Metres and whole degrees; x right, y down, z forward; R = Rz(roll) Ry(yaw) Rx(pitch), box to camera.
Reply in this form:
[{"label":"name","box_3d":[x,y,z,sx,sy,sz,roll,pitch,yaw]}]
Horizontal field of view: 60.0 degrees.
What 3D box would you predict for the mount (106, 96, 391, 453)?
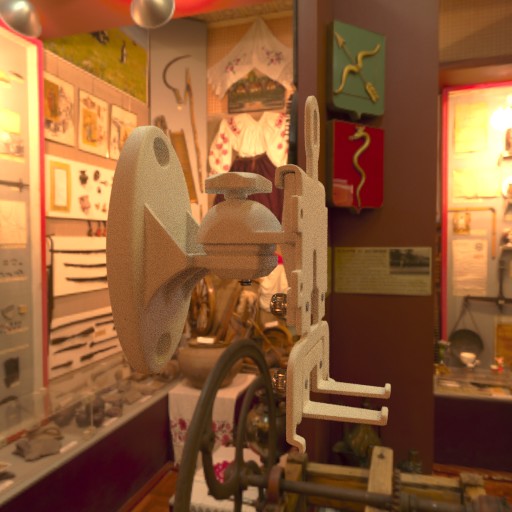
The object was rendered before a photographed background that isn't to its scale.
[{"label":"mount","box_3d":[0.000,0.000,0.172,0.100,0.118,0.066,1,2,19]}]
